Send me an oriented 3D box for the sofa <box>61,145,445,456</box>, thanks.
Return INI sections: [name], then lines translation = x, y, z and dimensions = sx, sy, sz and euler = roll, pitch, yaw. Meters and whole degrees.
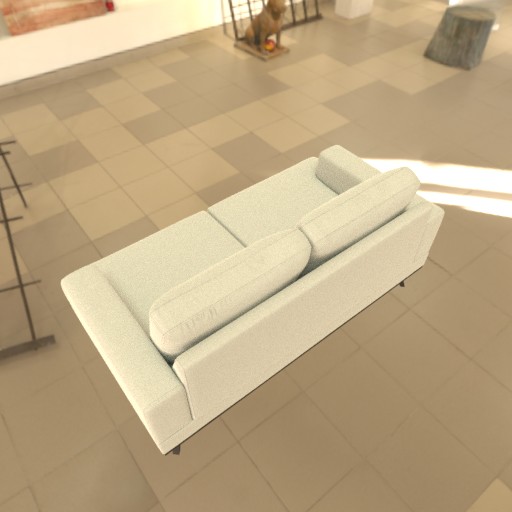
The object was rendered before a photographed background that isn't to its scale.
[sofa]
translation = 0.000, 0.000, 2.167
dimensions = 1.650, 0.810, 0.920
euler = -30, 54, -25
